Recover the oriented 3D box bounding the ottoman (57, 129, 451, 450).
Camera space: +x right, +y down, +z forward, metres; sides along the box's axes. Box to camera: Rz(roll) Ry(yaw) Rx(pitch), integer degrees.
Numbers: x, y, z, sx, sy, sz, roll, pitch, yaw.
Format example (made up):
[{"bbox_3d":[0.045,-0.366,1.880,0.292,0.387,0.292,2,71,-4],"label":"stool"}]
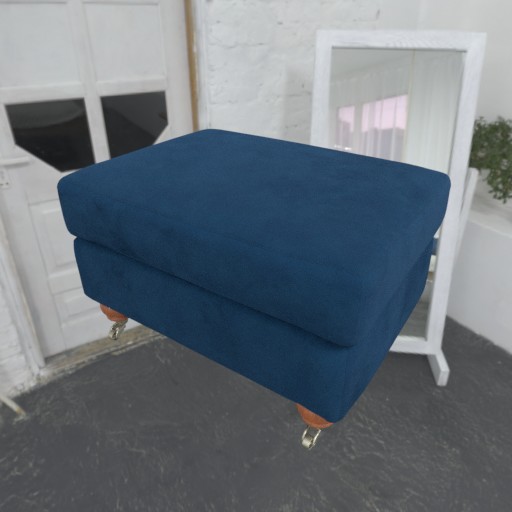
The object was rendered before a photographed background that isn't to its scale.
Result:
[{"bbox_3d":[0.000,0.000,1.127,0.773,0.503,0.572,19,35,29],"label":"ottoman"}]
